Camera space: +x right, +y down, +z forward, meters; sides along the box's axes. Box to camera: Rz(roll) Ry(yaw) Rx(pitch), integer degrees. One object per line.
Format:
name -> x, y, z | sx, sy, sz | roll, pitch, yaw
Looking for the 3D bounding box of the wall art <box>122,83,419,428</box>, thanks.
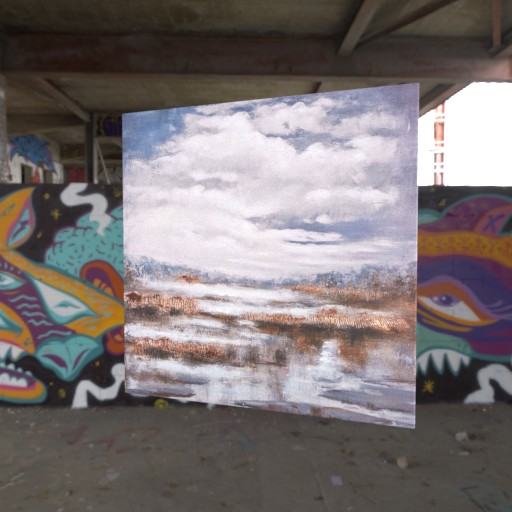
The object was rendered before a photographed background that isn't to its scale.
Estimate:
wall art -> 0.000, 0.000, 1.300 | 0.888, 0.897, 0.035 | 1, 2, 18
